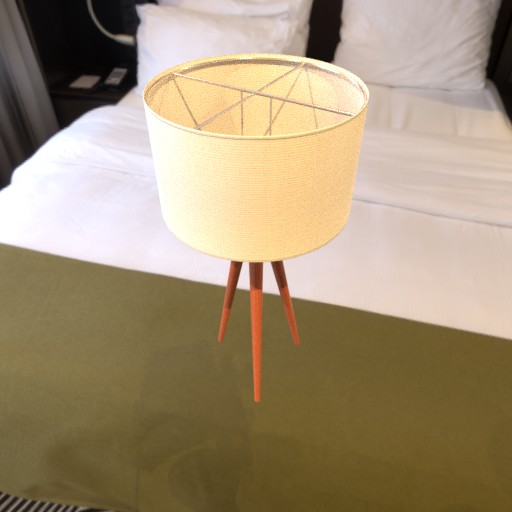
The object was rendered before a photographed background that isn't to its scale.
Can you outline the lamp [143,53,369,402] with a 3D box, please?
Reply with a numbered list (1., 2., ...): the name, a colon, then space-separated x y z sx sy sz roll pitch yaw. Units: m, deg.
1. lamp: 0.000 0.000 0.937 0.354 0.709 0.355 -12 42 -13
